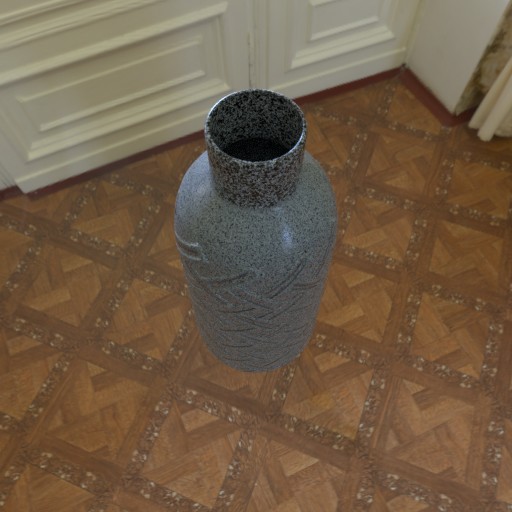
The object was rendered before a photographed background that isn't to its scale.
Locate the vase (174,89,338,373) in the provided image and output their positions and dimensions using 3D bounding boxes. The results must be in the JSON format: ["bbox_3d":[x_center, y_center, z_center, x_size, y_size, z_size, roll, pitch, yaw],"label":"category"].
[{"bbox_3d":[0.000,0.000,0.344,0.122,0.282,0.122,0,63,0],"label":"vase"}]
